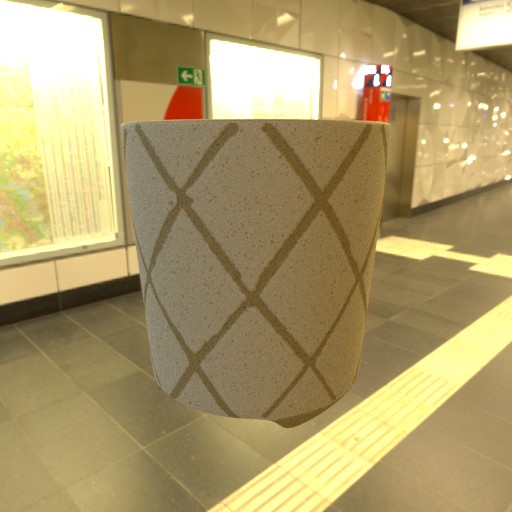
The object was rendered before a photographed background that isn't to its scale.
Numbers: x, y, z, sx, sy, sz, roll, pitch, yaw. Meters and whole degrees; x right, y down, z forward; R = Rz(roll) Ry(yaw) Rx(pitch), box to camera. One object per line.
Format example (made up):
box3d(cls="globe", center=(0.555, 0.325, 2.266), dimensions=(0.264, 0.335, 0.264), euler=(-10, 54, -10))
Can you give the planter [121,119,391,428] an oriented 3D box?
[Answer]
box3d(cls="planter", center=(0.000, 0.000, 0.350), dimensions=(0.191, 0.199, 0.191), euler=(0, 15, 0))
